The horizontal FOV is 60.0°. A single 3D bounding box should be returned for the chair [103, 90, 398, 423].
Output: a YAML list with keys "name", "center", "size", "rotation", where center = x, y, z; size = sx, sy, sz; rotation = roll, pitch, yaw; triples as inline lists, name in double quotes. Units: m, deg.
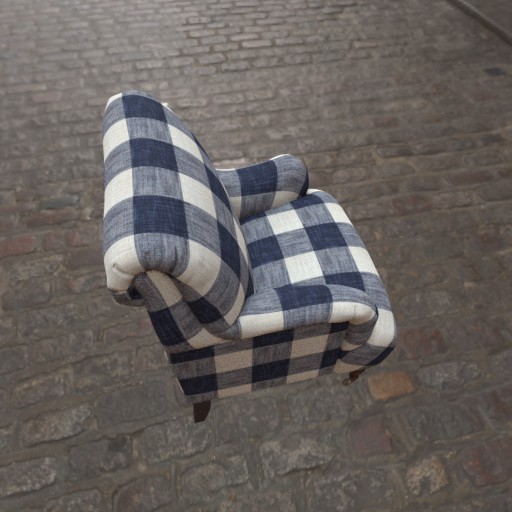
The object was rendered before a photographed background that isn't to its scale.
- name: "chair"
  center: [0.000, 0.000, 1.550]
  size: [0.848, 0.953, 0.781]
  rotation: [-10, 49, -9]
